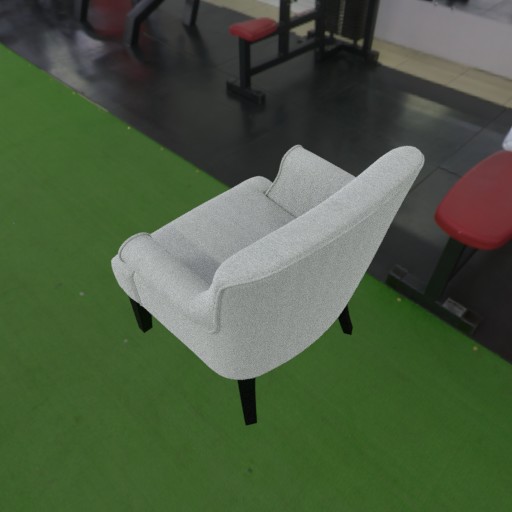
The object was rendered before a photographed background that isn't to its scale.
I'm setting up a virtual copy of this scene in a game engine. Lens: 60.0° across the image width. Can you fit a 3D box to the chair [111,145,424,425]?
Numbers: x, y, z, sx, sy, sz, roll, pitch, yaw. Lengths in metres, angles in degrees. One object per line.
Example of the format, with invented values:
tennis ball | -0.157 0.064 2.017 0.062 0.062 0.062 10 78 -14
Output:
chair | 0.000 0.000 1.490 0.781 0.875 0.750 -34 55 -28
